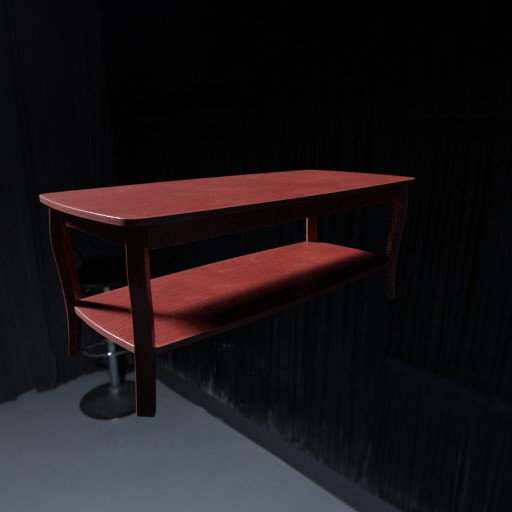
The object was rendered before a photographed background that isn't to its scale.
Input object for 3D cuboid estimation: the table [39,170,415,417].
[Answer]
[{"bbox_3d":[0.000,0.000,1.485,1.216,0.473,0.561,-15,21,-42],"label":"table"}]
